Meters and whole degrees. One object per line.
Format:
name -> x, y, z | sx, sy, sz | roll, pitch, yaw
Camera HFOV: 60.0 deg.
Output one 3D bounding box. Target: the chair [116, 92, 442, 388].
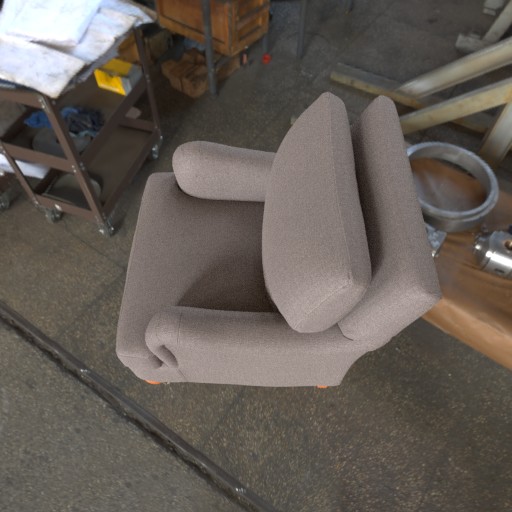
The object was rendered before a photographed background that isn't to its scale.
chair -> 0.000, 0.000, 1.862 | 1.070, 1.038, 0.955 | 0, 57, 0
